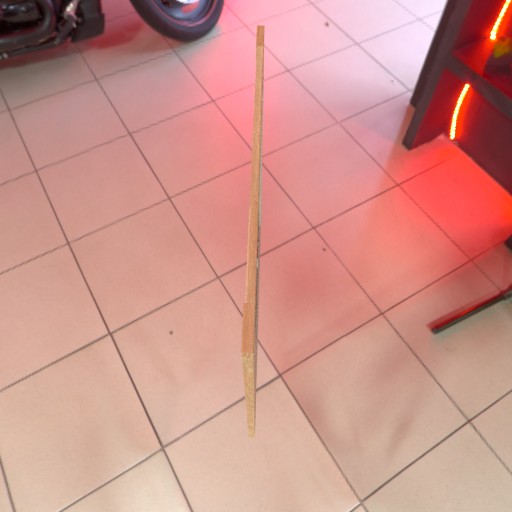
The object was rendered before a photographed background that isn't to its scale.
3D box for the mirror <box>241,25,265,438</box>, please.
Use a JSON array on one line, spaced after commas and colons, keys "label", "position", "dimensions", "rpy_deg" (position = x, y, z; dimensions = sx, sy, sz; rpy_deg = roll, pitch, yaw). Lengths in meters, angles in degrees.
[{"label": "mirror", "position": [0.000, 0.000, 1.194], "dimensions": [0.020, 0.800, 0.800], "rpy_deg": [1, 60, 1]}]
